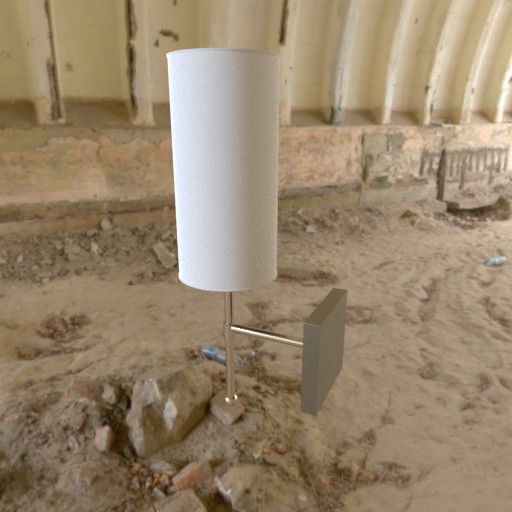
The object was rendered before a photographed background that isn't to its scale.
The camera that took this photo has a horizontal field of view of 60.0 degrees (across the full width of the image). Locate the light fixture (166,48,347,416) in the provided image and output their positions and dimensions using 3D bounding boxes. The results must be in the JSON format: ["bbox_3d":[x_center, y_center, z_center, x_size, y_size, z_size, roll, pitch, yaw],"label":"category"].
[{"bbox_3d":[0.000,0.000,0.553,0.208,0.462,0.128,8,19,24],"label":"light fixture"}]
